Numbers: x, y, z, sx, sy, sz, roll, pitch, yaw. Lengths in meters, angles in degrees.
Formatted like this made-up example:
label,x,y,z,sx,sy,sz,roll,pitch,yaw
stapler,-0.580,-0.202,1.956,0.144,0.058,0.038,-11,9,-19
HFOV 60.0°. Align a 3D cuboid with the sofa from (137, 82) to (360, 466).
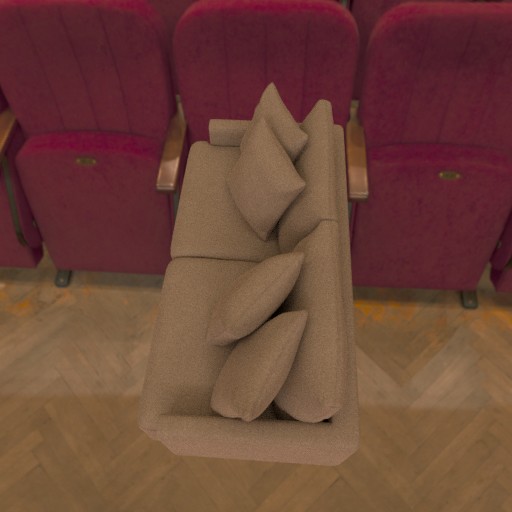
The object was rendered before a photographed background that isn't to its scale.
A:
label,x,y,z,sx,sy,sz,roll,pitch,yaw
sofa,0.000,0.000,2.964,1.228,1.084,2.380,3,58,2
